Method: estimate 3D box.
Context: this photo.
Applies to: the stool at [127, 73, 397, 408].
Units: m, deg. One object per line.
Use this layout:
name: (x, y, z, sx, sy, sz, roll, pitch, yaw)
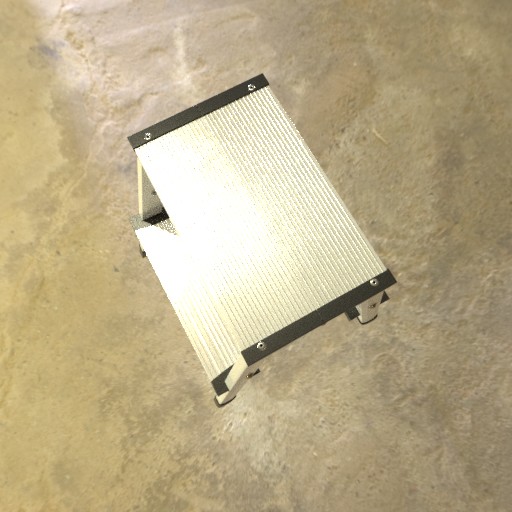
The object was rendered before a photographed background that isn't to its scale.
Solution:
stool: (0.000, 0.000, 0.784, 0.405, 0.480, 0.404, -28, 77, -7)
